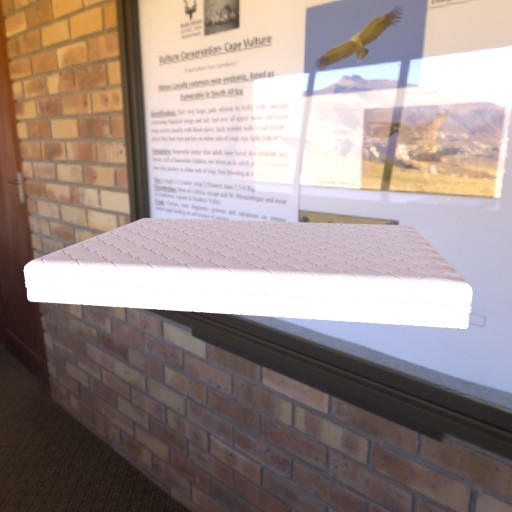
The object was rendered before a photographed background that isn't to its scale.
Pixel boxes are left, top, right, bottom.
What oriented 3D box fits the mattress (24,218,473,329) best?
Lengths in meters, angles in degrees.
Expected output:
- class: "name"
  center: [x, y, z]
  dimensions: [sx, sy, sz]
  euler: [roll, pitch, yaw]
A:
- class: "mattress"
  center: [0.000, 0.000, 2.606]
  dimensions: [2.000, 0.200, 1.400]
  euler: [2, 14, 9]
